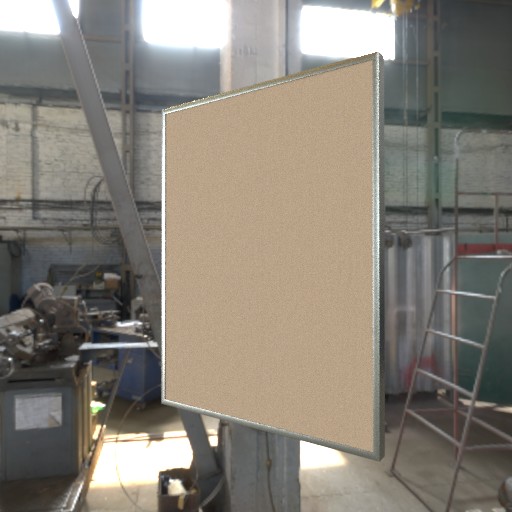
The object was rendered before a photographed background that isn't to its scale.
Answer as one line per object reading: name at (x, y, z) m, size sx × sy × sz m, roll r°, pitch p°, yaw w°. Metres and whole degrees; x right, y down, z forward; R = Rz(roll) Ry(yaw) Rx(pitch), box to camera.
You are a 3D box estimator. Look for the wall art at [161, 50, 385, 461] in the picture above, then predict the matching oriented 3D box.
wall art at (0.000, 0.000, 1.390) m, size 0.803 × 1.062 × 0.041 m, roll 0°, pitch 0°, yaw 35°
